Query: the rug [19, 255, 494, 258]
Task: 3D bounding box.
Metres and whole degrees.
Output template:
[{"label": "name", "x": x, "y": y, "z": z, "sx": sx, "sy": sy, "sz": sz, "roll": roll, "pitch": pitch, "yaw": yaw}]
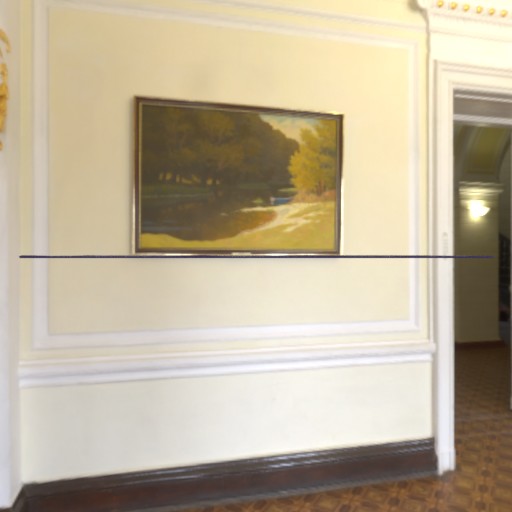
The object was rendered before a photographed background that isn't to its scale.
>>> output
[{"label": "rug", "x": 0.000, "y": 0.000, "z": 2.243, "sx": 1.781, "sy": 0.012, "sz": 1.184, "roll": 0, "pitch": 0, "yaw": -1}]
